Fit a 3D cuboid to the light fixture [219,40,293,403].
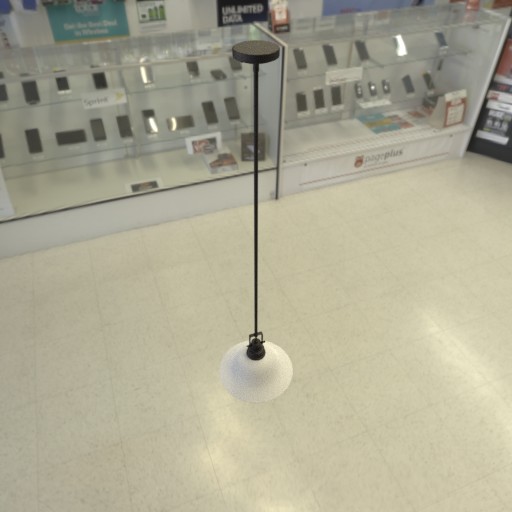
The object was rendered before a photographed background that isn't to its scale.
[{"bbox_3d":[0.000,0.000,1.506,0.324,1.337,0.324,-13,43,-14],"label":"light fixture"}]
